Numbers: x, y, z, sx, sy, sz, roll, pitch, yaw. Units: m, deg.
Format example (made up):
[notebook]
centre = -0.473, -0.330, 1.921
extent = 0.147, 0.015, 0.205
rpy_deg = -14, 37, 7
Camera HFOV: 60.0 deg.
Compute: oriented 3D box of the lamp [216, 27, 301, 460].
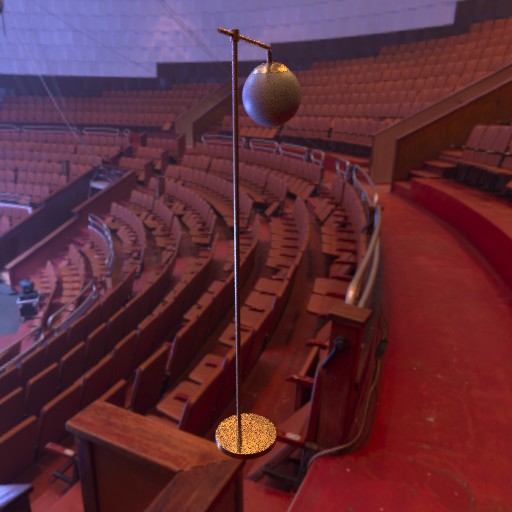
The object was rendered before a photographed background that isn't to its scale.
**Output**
[lamp]
centre = 0.000, 0.000, 1.680
extent = 0.249, 1.505, 0.476
rpy_deg = 8, 18, 25
